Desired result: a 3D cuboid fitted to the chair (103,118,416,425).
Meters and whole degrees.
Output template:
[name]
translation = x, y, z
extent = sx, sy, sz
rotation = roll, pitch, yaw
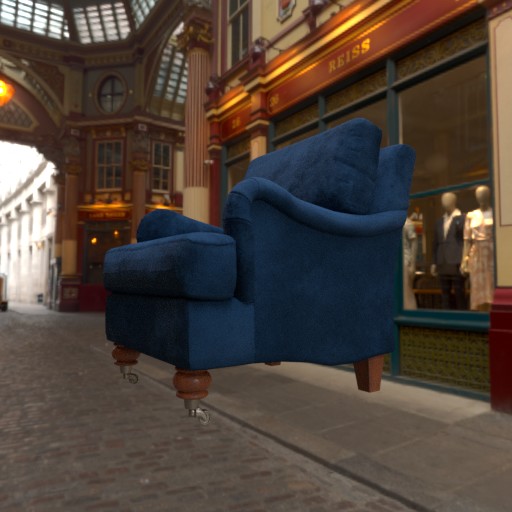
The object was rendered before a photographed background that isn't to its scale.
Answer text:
[chair]
translation = 0.000, 0.000, 1.869
extent = 1.078, 1.076, 0.895
rotation = 2, -4, -34
